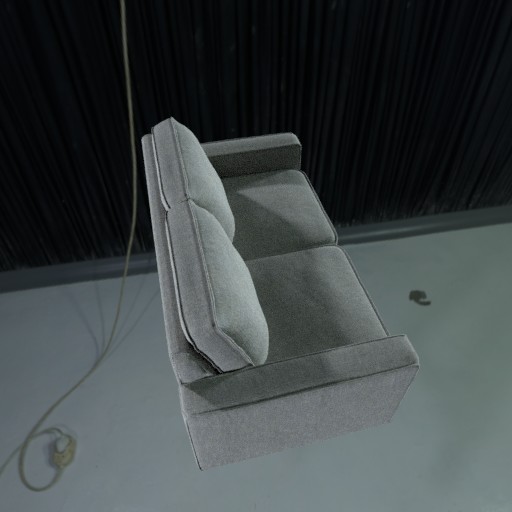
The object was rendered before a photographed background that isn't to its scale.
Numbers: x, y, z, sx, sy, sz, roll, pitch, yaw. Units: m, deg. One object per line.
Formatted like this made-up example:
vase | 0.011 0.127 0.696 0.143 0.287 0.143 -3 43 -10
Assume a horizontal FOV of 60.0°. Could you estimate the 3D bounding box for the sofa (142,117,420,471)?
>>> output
sofa | 0.000 0.000 2.281 0.945 0.915 1.706 -10 48 -9
